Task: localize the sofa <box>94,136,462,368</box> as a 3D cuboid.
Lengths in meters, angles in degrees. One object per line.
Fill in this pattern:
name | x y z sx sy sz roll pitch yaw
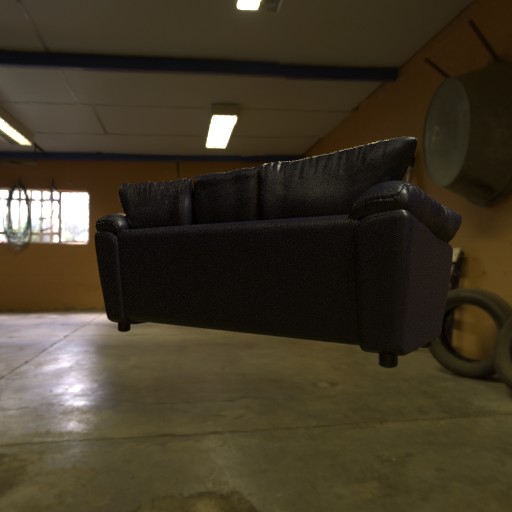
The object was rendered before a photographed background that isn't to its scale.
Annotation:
sofa | 0.000 0.000 2.875 2.336 1.073 0.880 -1 -2 36
